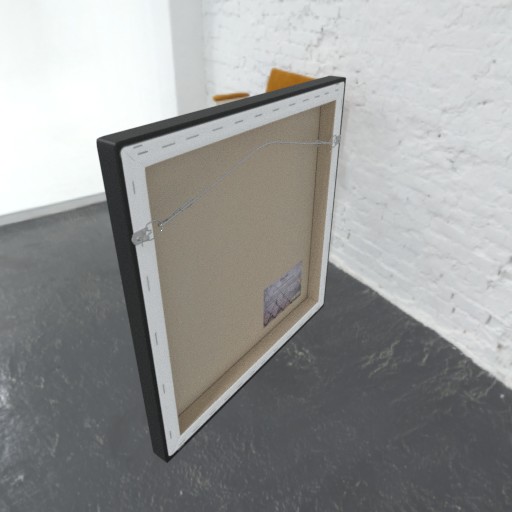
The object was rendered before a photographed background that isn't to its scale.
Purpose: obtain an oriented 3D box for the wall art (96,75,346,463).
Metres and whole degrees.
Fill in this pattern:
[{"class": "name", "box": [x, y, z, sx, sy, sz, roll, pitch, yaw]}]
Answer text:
[{"class": "wall art", "box": [0.000, 0.000, 0.899, 0.043, 0.611, 0.610, 21, 36, 31]}]
